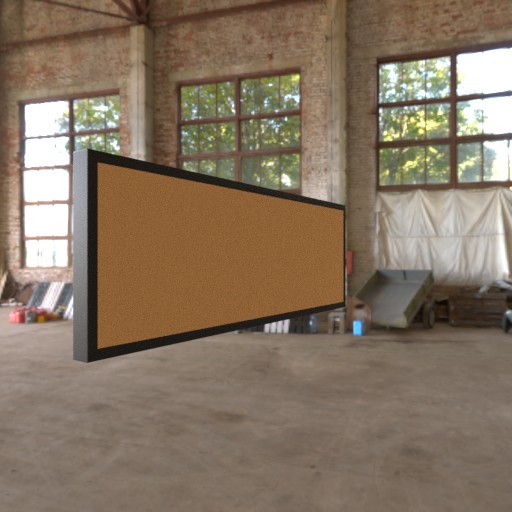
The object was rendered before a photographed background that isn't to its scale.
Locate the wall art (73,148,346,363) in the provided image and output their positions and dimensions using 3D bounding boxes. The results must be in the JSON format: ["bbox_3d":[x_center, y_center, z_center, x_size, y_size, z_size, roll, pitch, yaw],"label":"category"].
[{"bbox_3d":[0.000,0.000,0.984,0.037,0.303,0.860,0,0,36],"label":"wall art"}]
